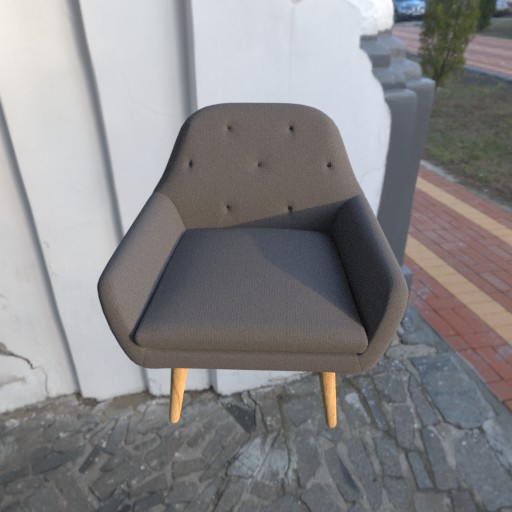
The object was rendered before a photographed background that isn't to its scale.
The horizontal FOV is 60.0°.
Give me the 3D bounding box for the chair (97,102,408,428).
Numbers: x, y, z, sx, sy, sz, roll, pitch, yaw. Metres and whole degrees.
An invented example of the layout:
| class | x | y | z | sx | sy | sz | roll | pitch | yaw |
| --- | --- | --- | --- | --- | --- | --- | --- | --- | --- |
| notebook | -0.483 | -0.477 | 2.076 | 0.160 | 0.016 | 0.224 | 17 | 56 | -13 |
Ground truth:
| class | x | y | z | sx | sy | sz | roll | pitch | yaw |
| --- | --- | --- | --- | --- | --- | --- | --- | --- | --- |
| chair | 0.000 | 0.000 | 1.423 | 0.770 | 0.800 | 0.779 | 1 | 31 | 2 |
